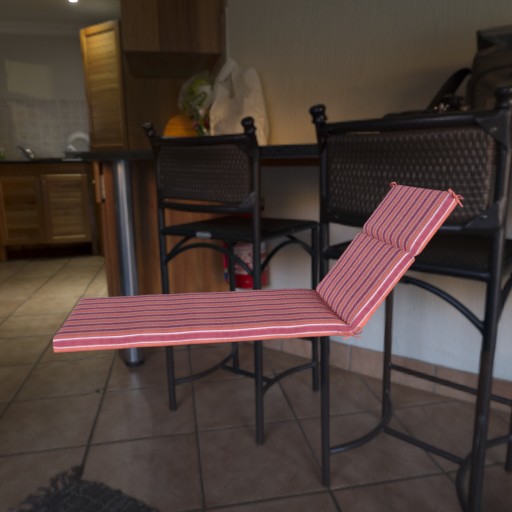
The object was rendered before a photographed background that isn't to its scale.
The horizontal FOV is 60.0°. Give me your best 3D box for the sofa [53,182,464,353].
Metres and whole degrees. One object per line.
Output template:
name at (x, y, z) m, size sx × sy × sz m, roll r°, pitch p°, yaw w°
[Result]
sofa at (0.000, 0.000, 2.004) m, size 1.663 × 0.622 × 0.582 m, roll -2°, pitch 13°, yaw -8°
